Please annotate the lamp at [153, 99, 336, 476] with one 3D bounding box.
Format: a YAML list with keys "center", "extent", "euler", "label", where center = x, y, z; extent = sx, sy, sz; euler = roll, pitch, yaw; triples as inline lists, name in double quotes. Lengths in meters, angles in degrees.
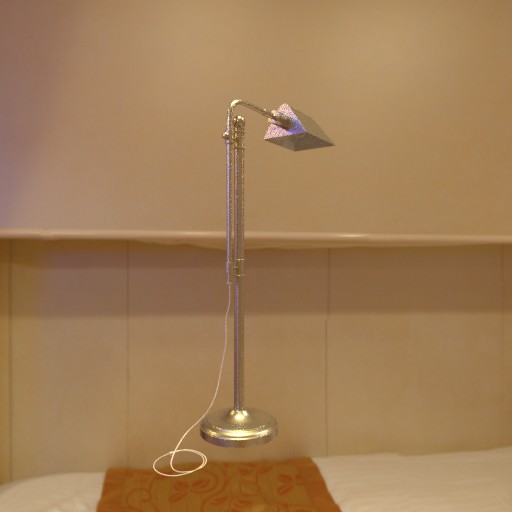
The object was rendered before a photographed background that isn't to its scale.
- center: [0.000, 0.000, 0.942]
  extent: [0.159, 0.708, 0.546]
  euler: [0, 1, 35]
  label: "lamp"
